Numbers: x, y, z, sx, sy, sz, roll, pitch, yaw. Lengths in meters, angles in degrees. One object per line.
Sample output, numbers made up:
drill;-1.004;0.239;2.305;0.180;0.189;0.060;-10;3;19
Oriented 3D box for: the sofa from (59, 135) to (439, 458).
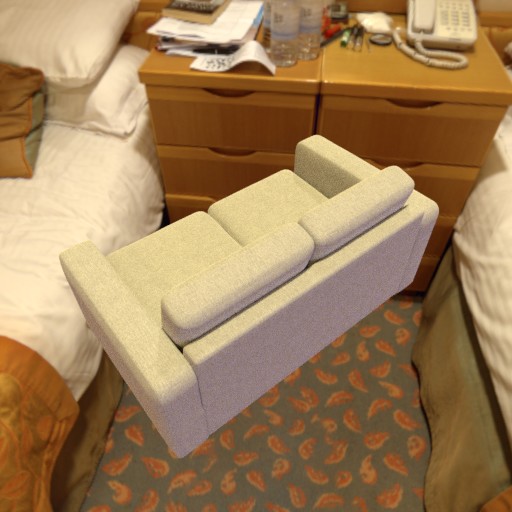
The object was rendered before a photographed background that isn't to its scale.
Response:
sofa;0.000;0.000;2.112;1.540;0.800;0.900;-30;53;-26
